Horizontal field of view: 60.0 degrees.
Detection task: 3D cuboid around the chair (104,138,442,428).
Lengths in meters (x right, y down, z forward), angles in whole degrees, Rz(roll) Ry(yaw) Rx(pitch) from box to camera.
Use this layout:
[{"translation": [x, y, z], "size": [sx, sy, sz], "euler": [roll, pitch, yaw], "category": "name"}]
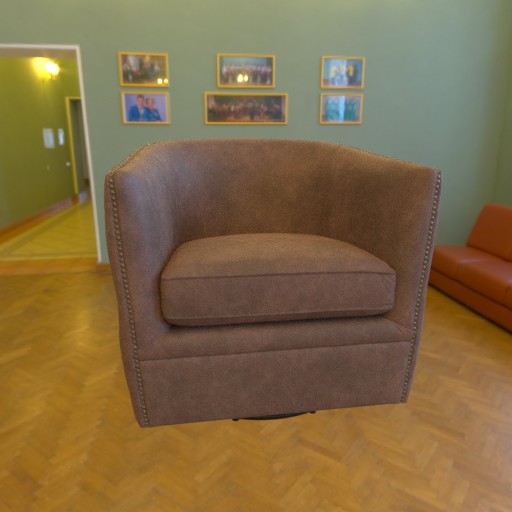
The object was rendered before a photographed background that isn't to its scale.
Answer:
[{"translation": [0.000, 0.000, 1.531], "size": [0.850, 0.790, 0.870], "euler": [-2, 15, -9], "category": "chair"}]
